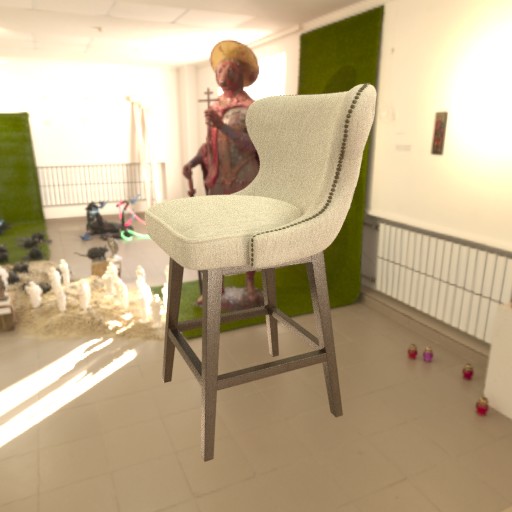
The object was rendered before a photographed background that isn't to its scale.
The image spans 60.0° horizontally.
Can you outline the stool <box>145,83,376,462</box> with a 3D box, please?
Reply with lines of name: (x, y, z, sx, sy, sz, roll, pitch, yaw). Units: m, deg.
stool: (0.000, 0.000, 1.364, 0.597, 0.972, 0.615, -8, 18, -25)
